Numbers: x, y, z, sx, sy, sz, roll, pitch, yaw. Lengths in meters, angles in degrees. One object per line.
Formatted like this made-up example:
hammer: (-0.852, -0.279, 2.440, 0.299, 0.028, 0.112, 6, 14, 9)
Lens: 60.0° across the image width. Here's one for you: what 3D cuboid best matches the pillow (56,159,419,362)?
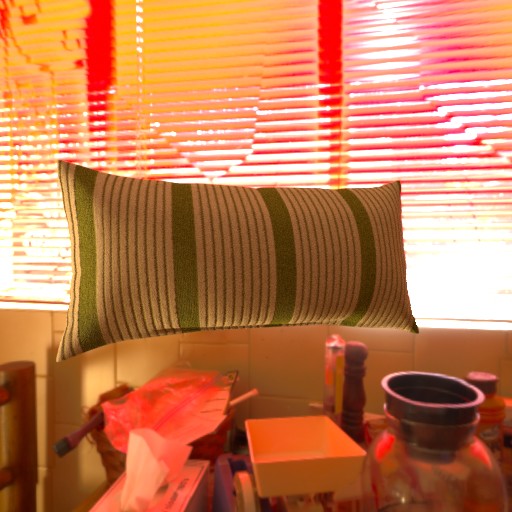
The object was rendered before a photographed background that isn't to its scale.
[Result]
pillow: (0.000, 0.000, 0.733, 0.608, 0.292, 0.156, 0, 1, -18)
